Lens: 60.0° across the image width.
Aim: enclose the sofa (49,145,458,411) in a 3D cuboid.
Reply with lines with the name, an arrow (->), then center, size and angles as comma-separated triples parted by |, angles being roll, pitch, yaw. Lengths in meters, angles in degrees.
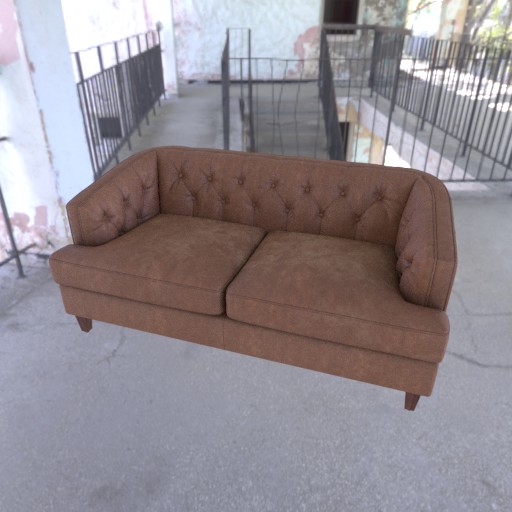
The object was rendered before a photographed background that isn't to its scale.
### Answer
sofa -> 0.000, 0.000, 2.206 | 1.755, 0.786, 0.914 | 9, 30, 16
